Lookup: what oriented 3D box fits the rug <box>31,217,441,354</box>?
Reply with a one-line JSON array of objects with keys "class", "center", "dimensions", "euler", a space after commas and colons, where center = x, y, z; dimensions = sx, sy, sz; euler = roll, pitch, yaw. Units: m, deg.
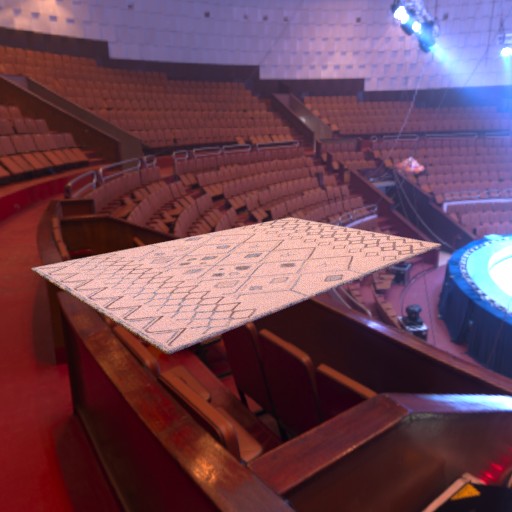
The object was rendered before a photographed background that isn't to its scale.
[{"class": "rug", "center": [0.000, 0.000, 3.054], "dimensions": [2.439, 0.015, 1.524], "euler": [-15, 21, -42]}]
